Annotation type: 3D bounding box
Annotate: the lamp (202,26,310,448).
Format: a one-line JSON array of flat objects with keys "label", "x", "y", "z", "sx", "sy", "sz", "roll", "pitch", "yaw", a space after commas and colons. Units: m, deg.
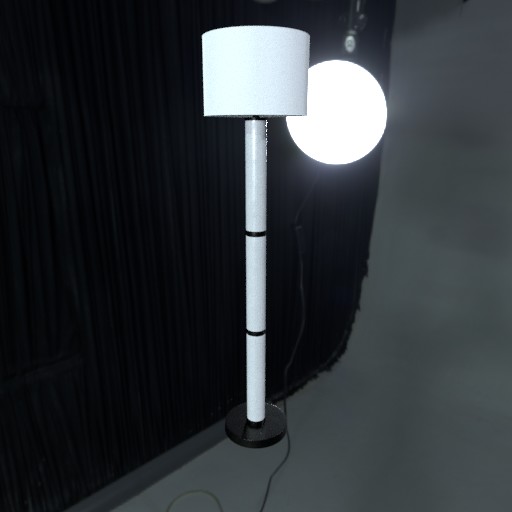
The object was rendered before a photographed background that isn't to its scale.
[{"label": "lamp", "x": 0.000, "y": 0.000, "z": 1.768, "sx": 0.377, "sy": 1.599, "sz": 0.377, "roll": 15, "pitch": 22, "yaw": 41}]
